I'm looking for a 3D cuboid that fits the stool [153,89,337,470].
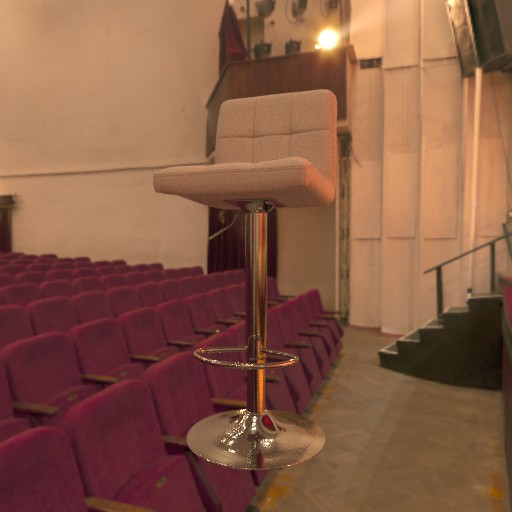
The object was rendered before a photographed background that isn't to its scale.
[{"bbox_3d":[0.000,0.000,1.352,0.430,1.115,0.505,0,1,18],"label":"stool"}]
